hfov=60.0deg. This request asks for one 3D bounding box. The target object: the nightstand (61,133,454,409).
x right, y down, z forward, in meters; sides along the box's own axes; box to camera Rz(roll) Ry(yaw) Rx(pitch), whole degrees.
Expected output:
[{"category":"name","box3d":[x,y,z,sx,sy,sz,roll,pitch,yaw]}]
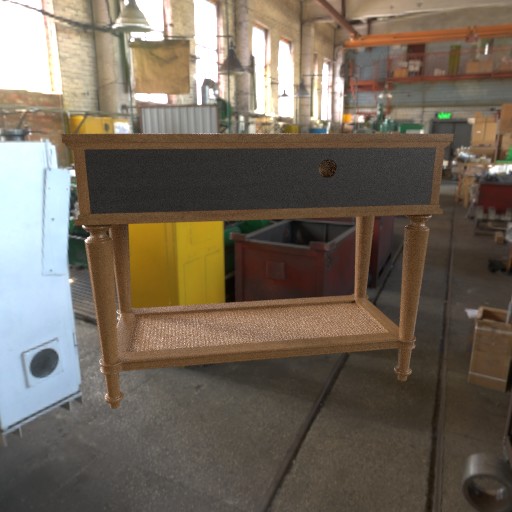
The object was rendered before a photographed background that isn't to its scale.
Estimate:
[{"category":"nightstand","box3d":[0.000,0.000,1.316,0.914,0.700,0.432,-3,16,-9]}]
